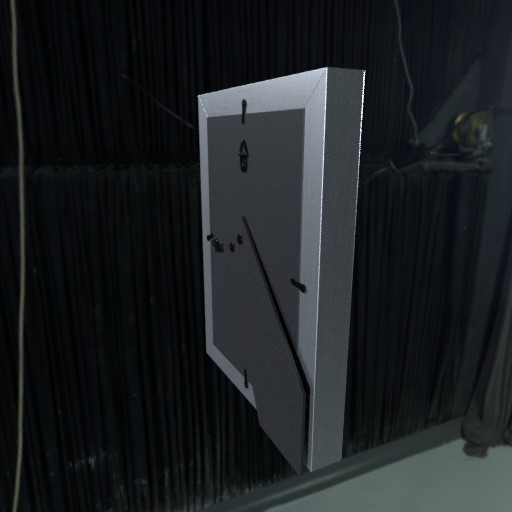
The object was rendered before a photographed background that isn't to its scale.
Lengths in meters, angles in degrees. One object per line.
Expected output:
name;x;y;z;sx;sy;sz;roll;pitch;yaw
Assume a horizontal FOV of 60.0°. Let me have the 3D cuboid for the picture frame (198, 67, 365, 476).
picture frame;0.000;0.000;0.287;0.028;0.208;0.157;-8;17;-27
